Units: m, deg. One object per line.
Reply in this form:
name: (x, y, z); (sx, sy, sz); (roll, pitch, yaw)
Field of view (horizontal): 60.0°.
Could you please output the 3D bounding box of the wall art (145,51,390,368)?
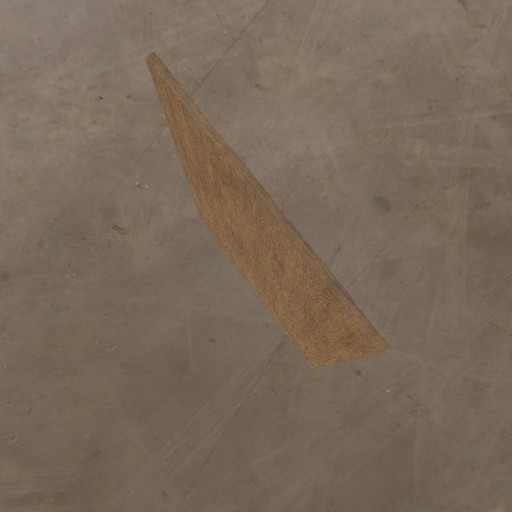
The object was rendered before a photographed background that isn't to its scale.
wall art: (0.000, 0.000, 0.931); (0.018, 0.686, 0.534); (-35, 77, -9)
